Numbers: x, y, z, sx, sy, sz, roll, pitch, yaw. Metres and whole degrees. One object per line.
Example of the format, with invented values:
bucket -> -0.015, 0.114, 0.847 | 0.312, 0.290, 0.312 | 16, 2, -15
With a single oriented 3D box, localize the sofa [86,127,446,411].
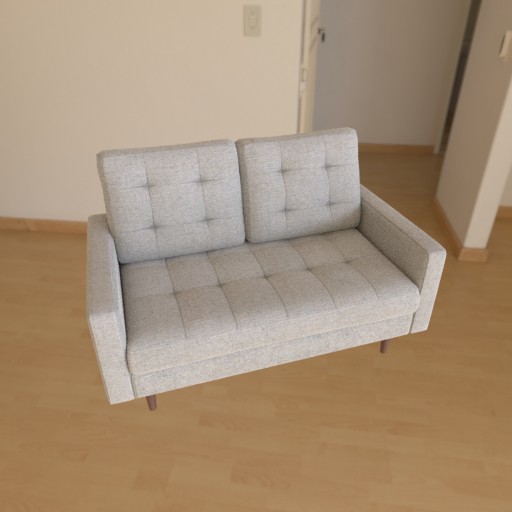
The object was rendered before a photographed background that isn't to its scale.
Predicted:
sofa -> 0.000, 0.000, 1.989 | 1.407, 0.907, 0.842 | -10, 33, -15
